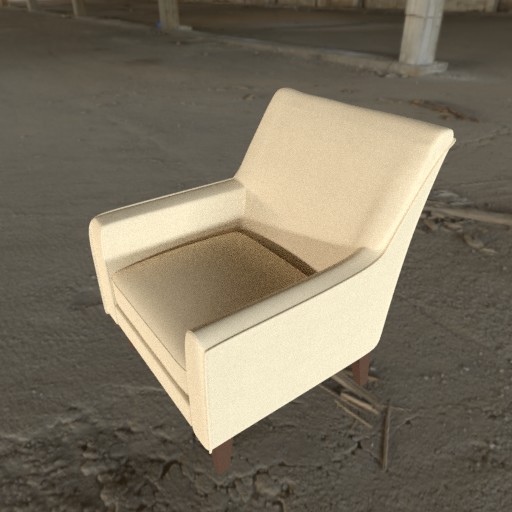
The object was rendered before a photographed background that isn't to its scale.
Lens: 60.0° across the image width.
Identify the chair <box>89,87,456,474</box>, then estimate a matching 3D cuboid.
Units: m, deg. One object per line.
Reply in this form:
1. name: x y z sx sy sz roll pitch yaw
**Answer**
1. chair: 0.000 0.000 1.541 0.899 0.919 0.780 -21 37 -30
